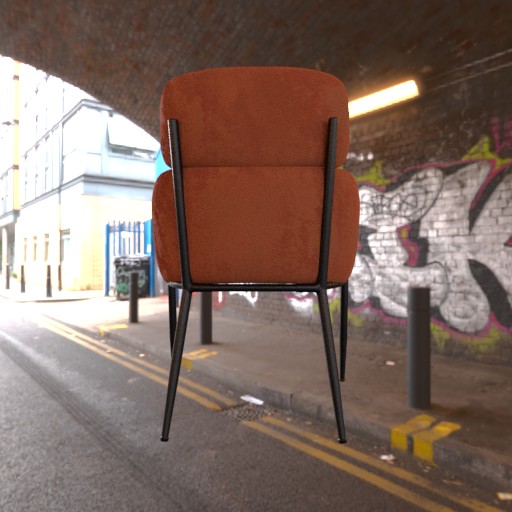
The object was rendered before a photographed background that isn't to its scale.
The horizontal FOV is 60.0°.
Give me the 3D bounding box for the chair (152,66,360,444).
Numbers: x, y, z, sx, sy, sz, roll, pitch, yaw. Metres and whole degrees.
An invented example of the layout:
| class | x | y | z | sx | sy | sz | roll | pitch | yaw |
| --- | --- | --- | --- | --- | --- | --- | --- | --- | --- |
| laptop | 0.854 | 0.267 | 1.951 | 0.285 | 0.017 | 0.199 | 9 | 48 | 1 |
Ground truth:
| class | x | y | z | sx | sy | sz | roll | pitch | yaw |
| --- | --- | --- | --- | --- | --- | --- | --- | --- | --- |
| chair | 0.000 | 0.000 | 1.134 | 0.561 | 0.772 | 0.523 | 0 | -1 | 2 |
